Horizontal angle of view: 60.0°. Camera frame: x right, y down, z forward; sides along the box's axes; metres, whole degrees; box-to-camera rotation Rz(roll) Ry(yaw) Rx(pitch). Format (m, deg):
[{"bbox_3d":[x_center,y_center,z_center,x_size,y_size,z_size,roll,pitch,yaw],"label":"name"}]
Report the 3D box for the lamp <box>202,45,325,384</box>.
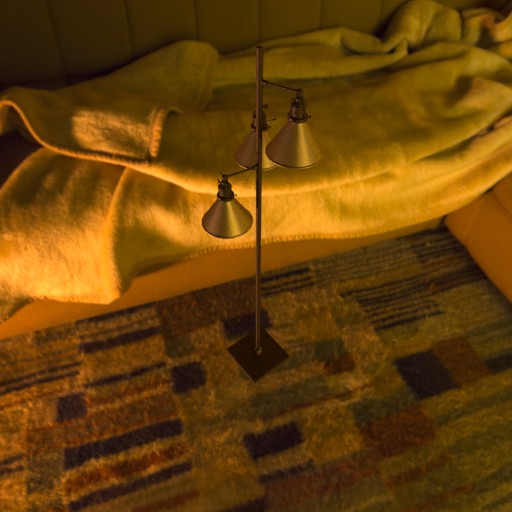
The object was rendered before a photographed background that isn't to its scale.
[{"bbox_3d":[0.000,0.000,1.882,0.415,1.716,0.428,-31,54,-25],"label":"lamp"}]
